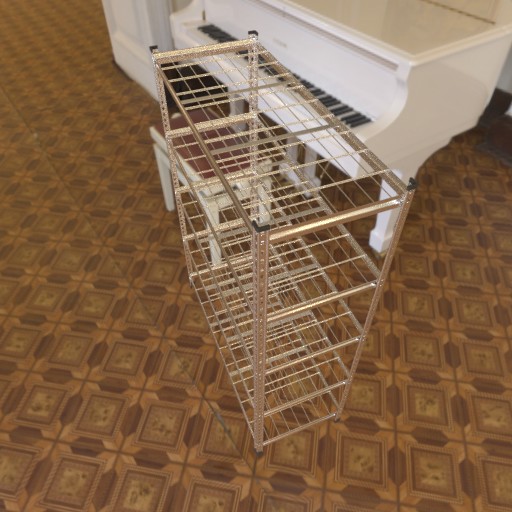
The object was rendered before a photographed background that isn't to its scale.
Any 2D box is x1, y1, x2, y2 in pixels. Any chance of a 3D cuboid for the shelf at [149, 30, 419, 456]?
[{"bbox_3d":[0.000,0.000,2.663,0.610,1.981,1.524,-16,49,-15],"label":"shelf"}]
